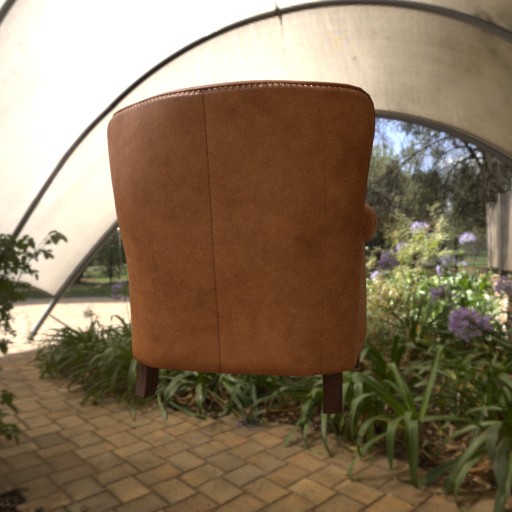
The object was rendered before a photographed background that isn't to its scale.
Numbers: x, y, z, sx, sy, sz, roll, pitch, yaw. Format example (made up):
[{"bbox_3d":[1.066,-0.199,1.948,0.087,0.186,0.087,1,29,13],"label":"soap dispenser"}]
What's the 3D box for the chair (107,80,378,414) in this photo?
[{"bbox_3d":[0.000,0.000,1.603,0.861,0.936,0.921,0,-1,18],"label":"chair"}]
